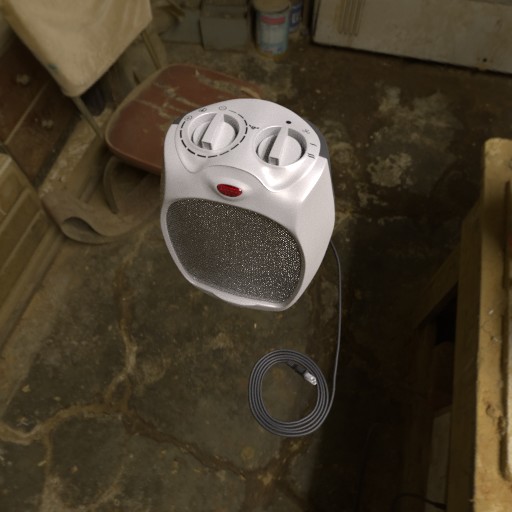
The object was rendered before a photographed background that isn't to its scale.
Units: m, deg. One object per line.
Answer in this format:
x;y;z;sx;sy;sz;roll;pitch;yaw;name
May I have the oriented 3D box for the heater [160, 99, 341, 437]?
0.000;0.000;0.466;0.239;0.240;0.291;15;61;9;heater
